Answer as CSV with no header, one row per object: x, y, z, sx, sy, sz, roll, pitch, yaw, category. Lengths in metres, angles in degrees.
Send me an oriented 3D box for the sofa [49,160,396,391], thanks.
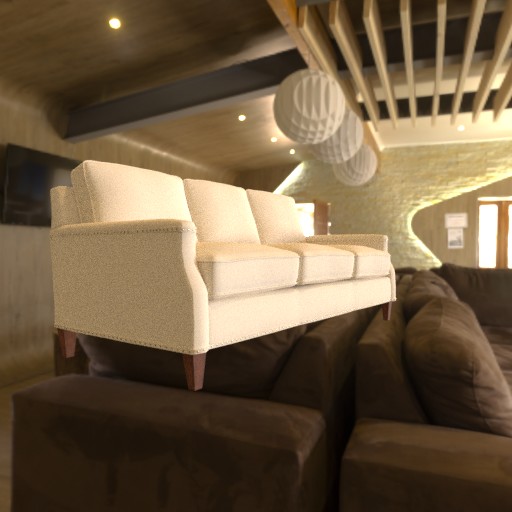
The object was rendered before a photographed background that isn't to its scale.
0.000,0.000,2.840,1.084,1.003,2.246,1,1,36,sofa
